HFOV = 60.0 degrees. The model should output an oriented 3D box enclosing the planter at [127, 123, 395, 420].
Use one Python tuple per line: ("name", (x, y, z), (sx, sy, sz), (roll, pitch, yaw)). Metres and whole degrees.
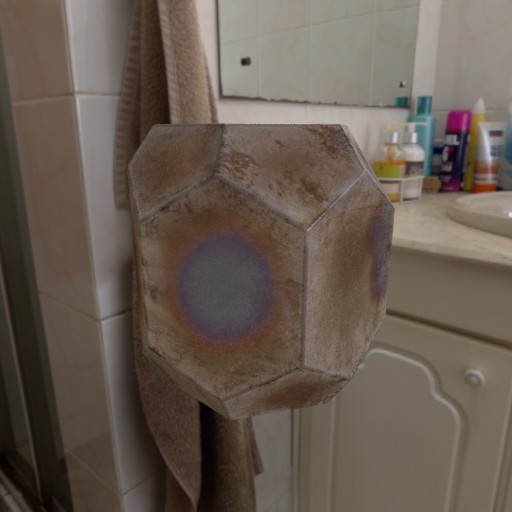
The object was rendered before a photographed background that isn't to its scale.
("planter", (0.000, 0.000, 0.419), (0.221, 0.238, 0.243), (15, 21, 42))
